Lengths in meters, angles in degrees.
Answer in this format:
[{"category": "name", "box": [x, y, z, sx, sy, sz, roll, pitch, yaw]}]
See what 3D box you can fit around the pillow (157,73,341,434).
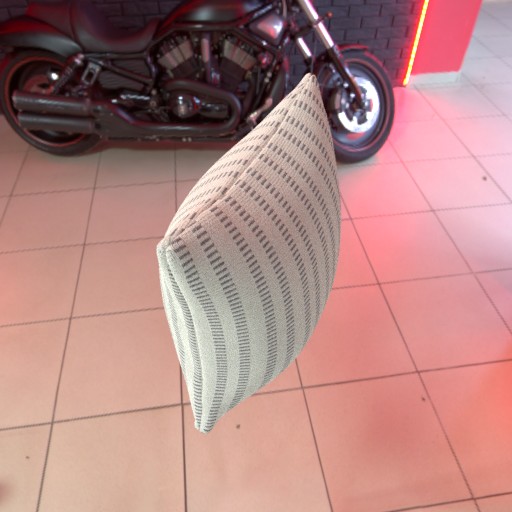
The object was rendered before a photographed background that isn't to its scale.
[{"category": "pillow", "box": [0.000, 0.000, 0.703, 0.247, 0.419, 0.438, 18, 49, 17]}]
